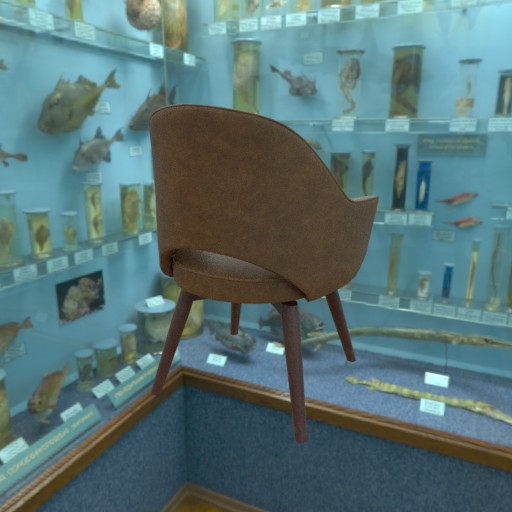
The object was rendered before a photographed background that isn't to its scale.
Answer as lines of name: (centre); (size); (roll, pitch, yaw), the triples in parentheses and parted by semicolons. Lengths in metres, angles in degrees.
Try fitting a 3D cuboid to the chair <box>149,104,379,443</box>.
chair: (0.000, 0.000, 1.254); (0.591, 0.777, 0.640); (8, 17, 26)
